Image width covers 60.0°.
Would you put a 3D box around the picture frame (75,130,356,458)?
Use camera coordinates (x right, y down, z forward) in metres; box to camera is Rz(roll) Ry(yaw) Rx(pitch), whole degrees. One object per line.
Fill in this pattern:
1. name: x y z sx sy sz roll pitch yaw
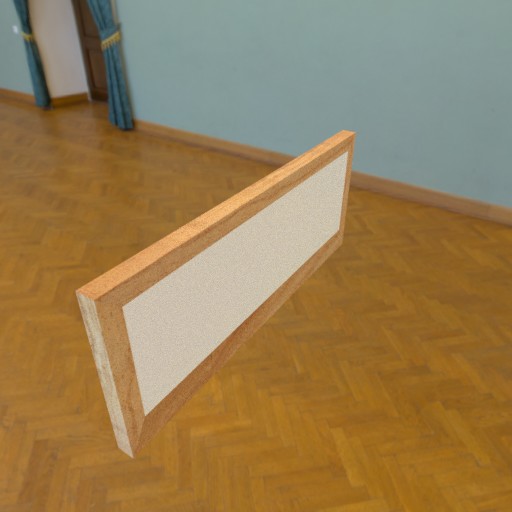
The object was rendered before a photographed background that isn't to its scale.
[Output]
1. picture frame: 0.000 0.000 0.667 0.045 0.234 0.582 20 38 28
